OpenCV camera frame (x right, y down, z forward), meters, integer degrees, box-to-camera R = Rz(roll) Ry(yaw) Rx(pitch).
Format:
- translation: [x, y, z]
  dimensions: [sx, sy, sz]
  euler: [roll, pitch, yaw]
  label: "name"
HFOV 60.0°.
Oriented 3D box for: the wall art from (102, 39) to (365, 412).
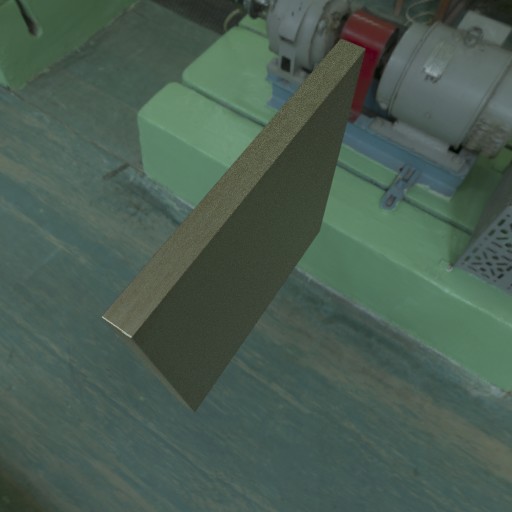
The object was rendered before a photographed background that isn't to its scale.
- translation: [0.000, 0.000, 0.759]
  dimensions: [0.040, 0.506, 0.503]
  euler: [30, 67, 15]
  label: "wall art"
